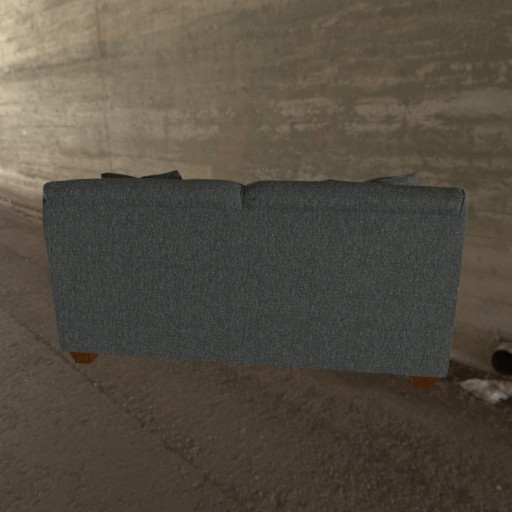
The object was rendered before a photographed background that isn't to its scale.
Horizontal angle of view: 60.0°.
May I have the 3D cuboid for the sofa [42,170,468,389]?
[{"bbox_3d":[0.000,0.000,2.424,1.846,0.958,0.998,2,16,8],"label":"sofa"}]
